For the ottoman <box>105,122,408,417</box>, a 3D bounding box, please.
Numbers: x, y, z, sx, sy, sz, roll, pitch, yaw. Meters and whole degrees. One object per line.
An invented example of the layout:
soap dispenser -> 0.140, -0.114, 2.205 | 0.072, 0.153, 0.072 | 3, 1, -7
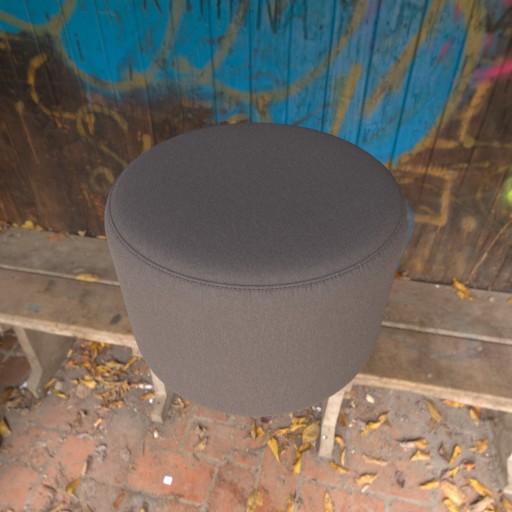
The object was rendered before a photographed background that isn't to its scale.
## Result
ottoman -> 0.000, 0.000, 1.015 | 0.608, 0.433, 0.608 | 0, 41, 0
